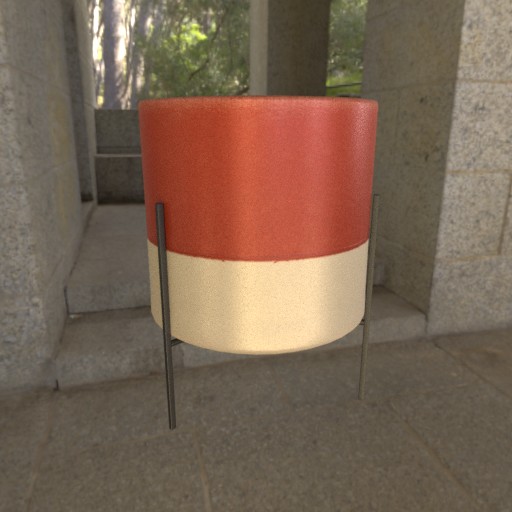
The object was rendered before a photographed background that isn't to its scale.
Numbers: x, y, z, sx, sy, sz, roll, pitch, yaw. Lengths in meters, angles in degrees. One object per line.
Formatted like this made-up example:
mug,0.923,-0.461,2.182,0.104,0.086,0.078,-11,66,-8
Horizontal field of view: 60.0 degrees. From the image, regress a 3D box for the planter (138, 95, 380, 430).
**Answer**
planter,0.000,0.000,0.711,0.354,0.465,0.345,-15,22,-42
